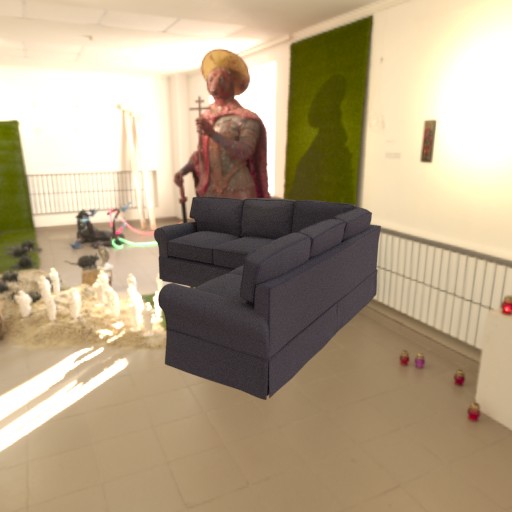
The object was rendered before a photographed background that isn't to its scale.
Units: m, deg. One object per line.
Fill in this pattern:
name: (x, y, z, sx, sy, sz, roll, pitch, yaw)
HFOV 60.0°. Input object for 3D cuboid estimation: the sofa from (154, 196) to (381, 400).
sofa: (0.000, 0.000, 5.189, 2.874, 1.169, 3.773, -8, 17, -26)
